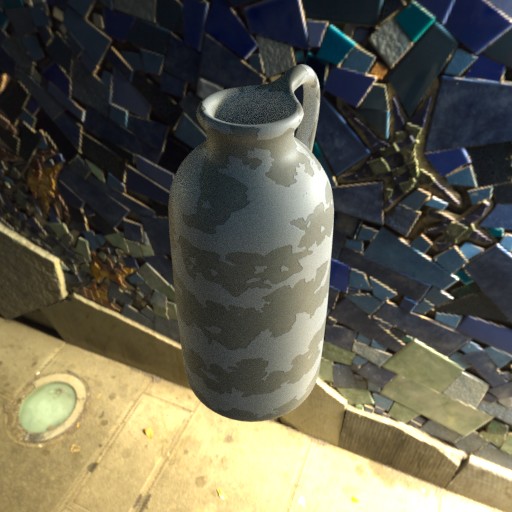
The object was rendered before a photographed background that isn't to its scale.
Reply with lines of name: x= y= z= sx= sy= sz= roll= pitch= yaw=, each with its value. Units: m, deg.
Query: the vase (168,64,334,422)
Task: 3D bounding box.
vase: x=0.000 y=0.000 z=0.500 sx=0.186 sy=0.382 sz=0.203 roll=27 pitch=48 yaw=28
